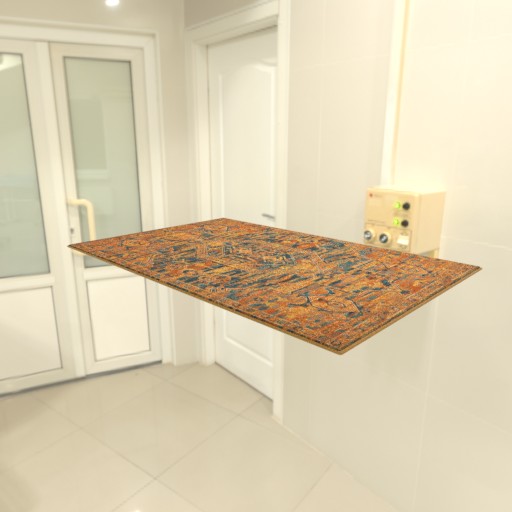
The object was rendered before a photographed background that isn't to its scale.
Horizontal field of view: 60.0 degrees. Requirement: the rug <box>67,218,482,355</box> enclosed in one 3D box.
[{"bbox_3d":[0.000,0.000,1.082,0.863,0.008,0.557,14,21,42],"label":"rug"}]
